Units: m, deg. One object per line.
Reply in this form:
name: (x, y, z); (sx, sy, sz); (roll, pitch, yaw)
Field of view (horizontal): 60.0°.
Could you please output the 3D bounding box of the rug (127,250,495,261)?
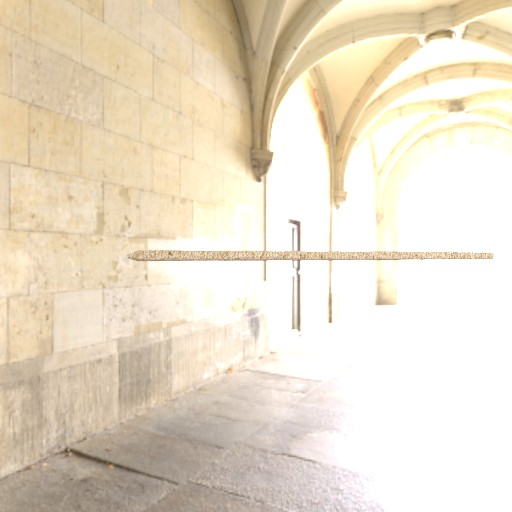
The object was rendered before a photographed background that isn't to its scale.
rug: (0.000, 0.000, 2.218); (1.219, 0.030, 1.778); (0, 0, -17)
